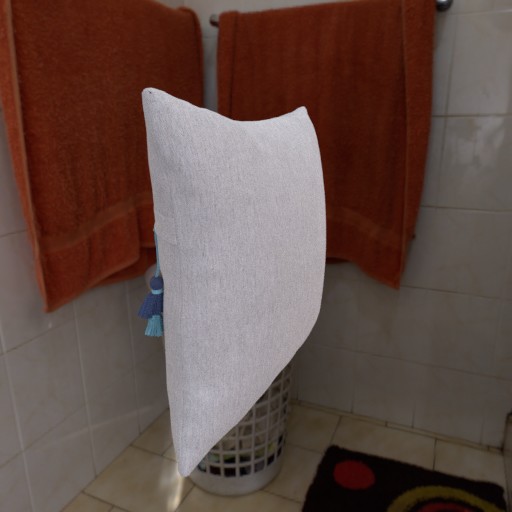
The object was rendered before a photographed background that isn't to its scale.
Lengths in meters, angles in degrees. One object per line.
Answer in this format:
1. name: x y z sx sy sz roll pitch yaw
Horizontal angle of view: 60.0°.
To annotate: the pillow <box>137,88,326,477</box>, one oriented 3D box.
1. pillow: 0.000 0.000 0.655 0.173 0.436 0.433 8 18 25
